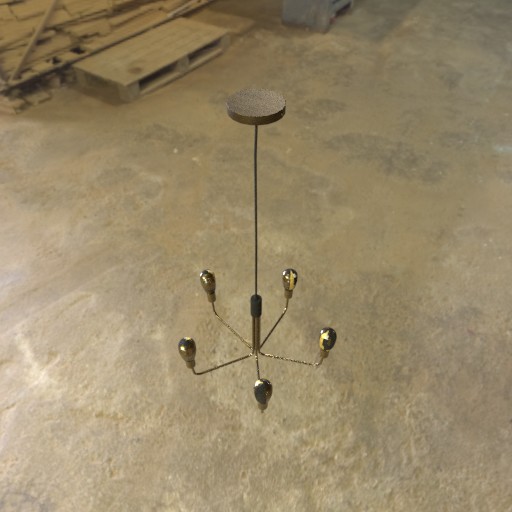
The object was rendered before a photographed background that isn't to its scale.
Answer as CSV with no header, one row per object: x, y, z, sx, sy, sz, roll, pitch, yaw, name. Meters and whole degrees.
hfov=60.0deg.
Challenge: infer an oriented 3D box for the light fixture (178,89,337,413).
0.000,0.000,1.402,0.588,1.059,0.532,23,50,21,light fixture
